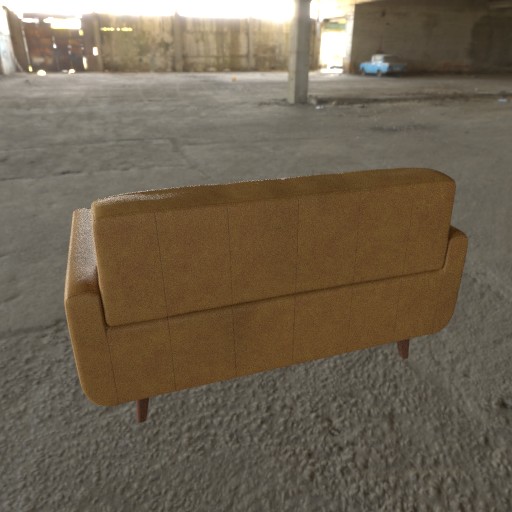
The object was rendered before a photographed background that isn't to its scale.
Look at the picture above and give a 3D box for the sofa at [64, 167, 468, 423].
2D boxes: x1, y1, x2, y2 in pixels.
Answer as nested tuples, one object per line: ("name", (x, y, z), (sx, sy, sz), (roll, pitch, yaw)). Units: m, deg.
("sofa", (0.000, 0.000, 2.150), (1.651, 0.925, 0.952), (-8, 26, -17))
